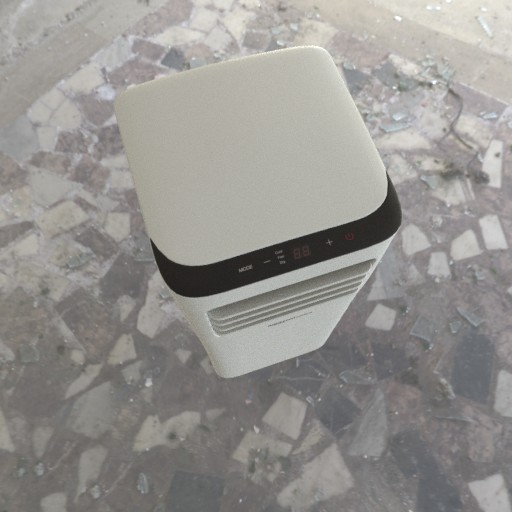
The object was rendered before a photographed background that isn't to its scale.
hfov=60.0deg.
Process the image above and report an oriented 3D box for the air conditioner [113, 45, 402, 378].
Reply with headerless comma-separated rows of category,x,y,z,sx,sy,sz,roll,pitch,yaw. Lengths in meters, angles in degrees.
air conditioner,0.000,0.000,0.939,0.352,0.716,0.369,-17,66,-8
